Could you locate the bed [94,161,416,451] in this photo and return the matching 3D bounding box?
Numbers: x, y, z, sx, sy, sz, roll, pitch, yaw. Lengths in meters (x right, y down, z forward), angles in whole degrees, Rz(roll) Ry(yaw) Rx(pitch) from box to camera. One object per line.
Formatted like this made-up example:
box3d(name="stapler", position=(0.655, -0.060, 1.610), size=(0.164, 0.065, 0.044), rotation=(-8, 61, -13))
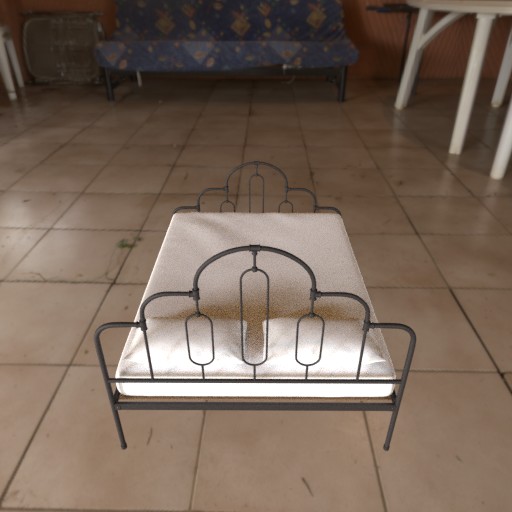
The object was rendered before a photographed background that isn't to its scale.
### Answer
box3d(name="bed", position=(0.000, 0.000, 3.224), size=(1.640, 1.429, 2.163), rotation=(0, 32, 0))
